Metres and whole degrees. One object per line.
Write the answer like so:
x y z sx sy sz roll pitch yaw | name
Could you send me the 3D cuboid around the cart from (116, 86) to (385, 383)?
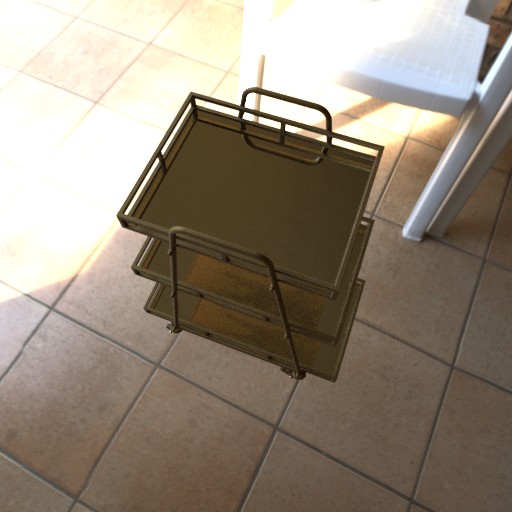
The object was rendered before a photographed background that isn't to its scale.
0.000 0.000 1.314 0.711 0.883 0.441 19 65 9 | cart
